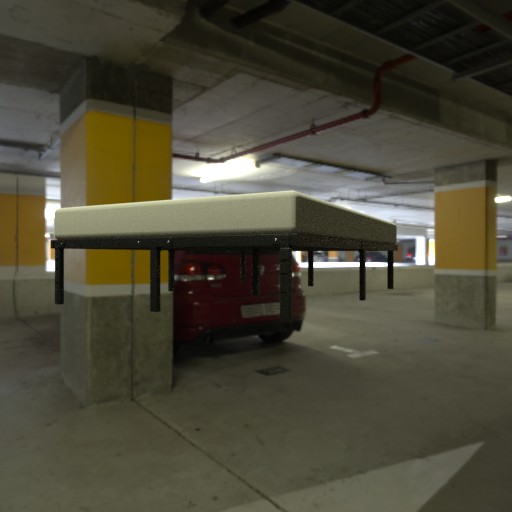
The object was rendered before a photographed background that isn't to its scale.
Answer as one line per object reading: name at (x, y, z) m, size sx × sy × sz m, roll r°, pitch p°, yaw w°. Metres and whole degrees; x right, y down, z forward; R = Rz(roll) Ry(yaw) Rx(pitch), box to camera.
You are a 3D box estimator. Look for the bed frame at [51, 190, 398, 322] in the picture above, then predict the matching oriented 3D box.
bed frame at (0.000, 0.000, 3.845) m, size 2.205 × 0.680 × 2.842 m, roll 0°, pitch 0°, yaw 36°
